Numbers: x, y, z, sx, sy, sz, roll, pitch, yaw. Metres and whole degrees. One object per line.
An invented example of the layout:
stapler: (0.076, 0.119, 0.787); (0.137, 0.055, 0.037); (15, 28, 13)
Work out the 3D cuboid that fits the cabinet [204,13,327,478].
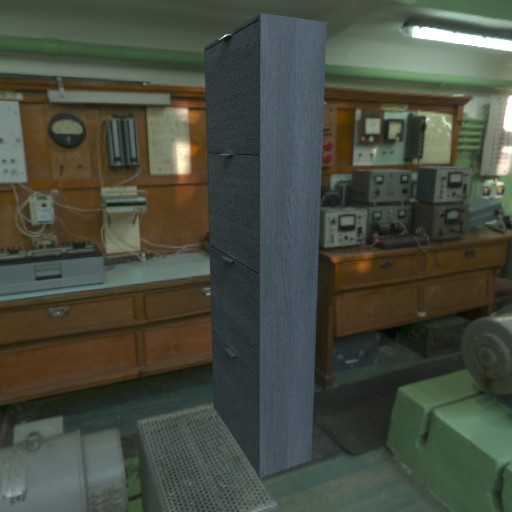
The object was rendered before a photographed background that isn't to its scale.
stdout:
cabinet: (0.000, 0.000, 1.789); (0.255, 1.630, 0.520); (-7, 15, -24)
